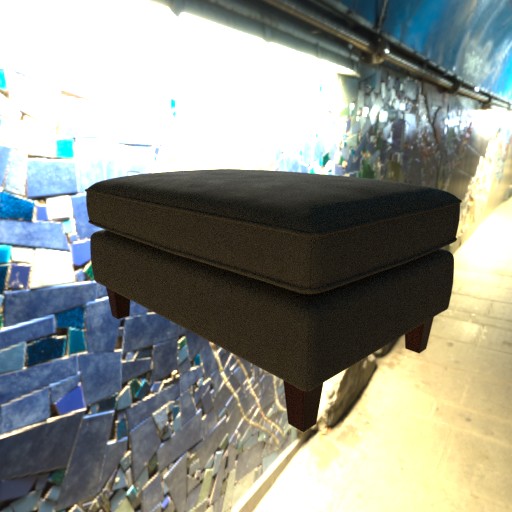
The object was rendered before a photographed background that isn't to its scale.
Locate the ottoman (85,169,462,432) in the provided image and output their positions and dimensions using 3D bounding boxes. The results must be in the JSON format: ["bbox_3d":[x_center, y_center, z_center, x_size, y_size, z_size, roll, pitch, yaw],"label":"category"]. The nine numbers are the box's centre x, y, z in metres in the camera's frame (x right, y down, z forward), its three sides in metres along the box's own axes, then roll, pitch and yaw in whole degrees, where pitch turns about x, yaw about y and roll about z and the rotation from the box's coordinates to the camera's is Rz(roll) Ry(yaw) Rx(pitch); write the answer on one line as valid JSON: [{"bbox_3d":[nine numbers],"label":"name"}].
[{"bbox_3d":[0.000,0.000,1.304,0.636,0.480,0.941,-14,21,-42],"label":"ottoman"}]
